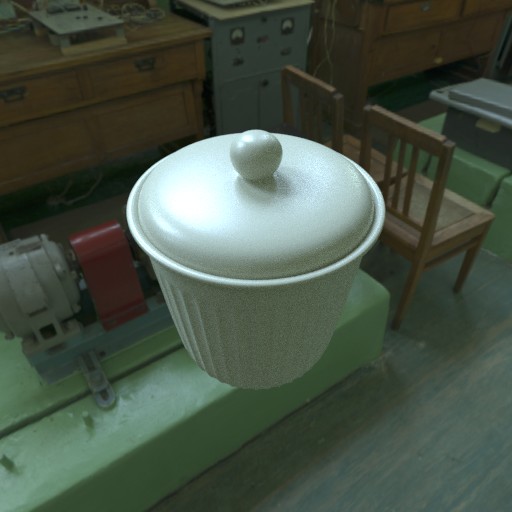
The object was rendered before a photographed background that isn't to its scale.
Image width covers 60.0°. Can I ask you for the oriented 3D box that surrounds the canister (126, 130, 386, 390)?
[{"bbox_3d":[0.000,0.000,0.355,0.181,0.211,0.181,0,42,0],"label":"canister"}]
